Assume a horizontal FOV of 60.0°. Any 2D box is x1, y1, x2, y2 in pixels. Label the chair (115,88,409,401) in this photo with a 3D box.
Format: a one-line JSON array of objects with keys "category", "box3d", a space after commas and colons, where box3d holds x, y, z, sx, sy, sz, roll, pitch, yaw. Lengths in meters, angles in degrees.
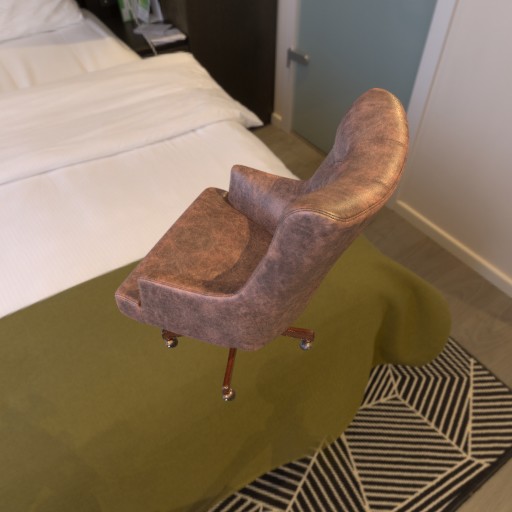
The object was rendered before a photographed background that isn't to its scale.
[{"category": "chair", "box3d": [0.000, 0.000, 1.490, 0.762, 1.035, 0.641, 19, 50, 17]}]
